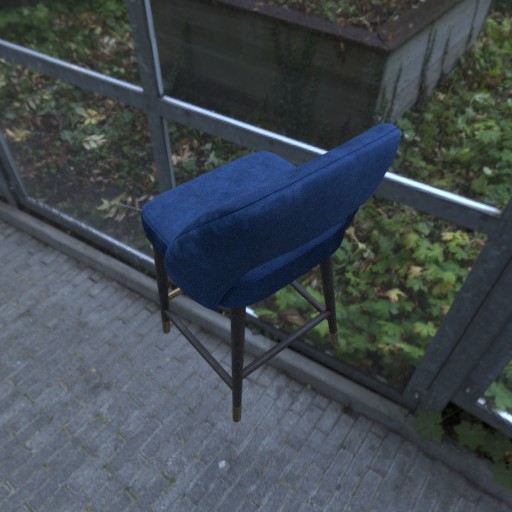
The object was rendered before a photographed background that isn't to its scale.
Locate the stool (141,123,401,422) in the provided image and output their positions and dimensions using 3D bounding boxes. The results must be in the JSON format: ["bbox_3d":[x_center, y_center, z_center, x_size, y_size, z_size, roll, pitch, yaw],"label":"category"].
[{"bbox_3d":[0.000,0.000,1.255,0.536,0.925,0.524,-31,54,-26],"label":"stool"}]
